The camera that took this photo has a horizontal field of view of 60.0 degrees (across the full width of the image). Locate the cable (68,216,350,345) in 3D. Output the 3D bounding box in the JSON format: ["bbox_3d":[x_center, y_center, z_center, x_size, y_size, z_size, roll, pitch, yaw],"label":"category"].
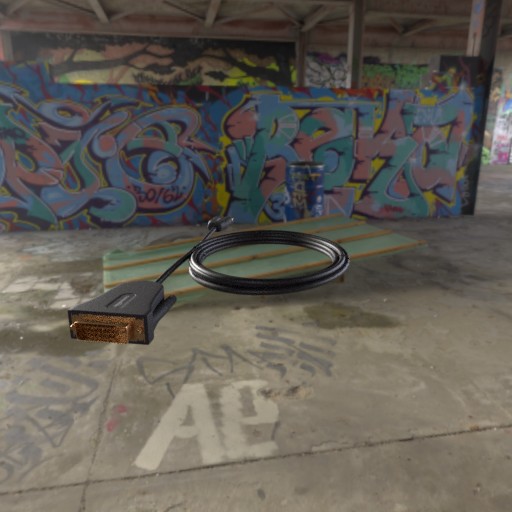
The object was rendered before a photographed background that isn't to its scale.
[{"bbox_3d":[0.000,0.000,0.327,0.136,0.015,0.281,3,16,10],"label":"cable"}]
